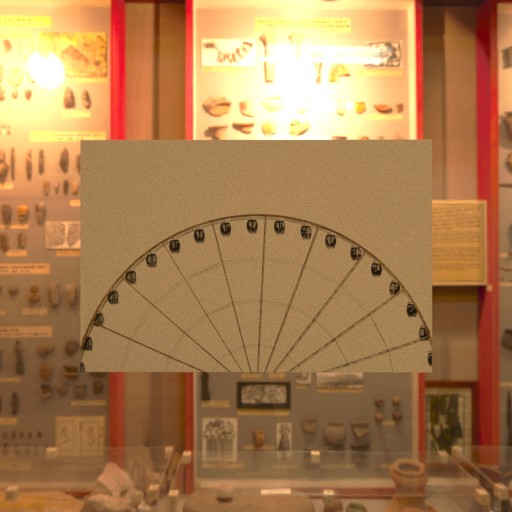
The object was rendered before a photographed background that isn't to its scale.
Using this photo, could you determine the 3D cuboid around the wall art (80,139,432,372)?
[{"bbox_3d":[0.000,0.000,0.501,0.384,0.254,0.039,0,0,1],"label":"wall art"}]
